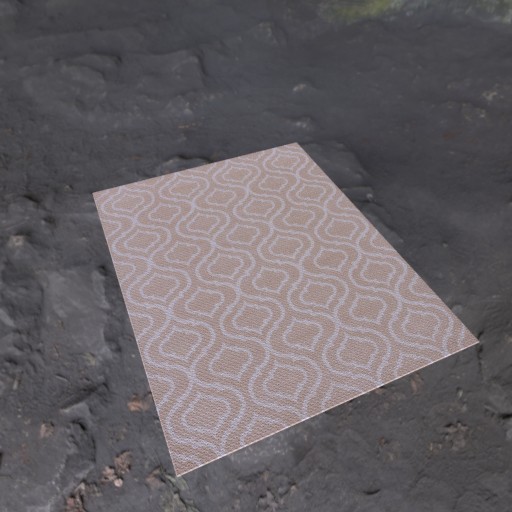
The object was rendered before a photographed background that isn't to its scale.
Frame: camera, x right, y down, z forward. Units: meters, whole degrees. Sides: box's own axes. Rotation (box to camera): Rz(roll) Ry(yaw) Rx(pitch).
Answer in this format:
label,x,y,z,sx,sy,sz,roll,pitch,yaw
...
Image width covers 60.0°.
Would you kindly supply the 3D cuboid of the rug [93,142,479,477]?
label,x,y,z,sx,sy,sz,roll,pitch,yaw
rug,0.000,0.000,3.824,2.286,0.013,2.894,-18,49,-16
